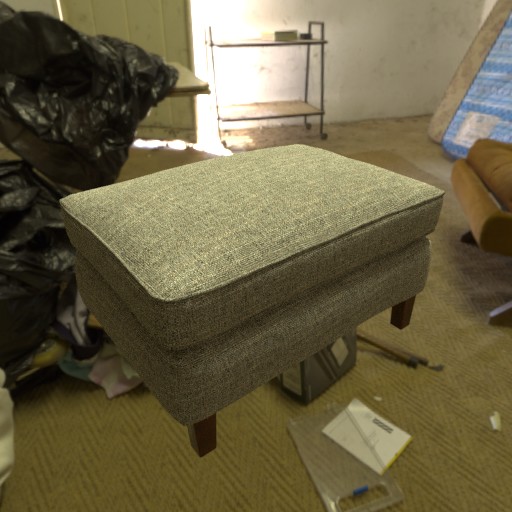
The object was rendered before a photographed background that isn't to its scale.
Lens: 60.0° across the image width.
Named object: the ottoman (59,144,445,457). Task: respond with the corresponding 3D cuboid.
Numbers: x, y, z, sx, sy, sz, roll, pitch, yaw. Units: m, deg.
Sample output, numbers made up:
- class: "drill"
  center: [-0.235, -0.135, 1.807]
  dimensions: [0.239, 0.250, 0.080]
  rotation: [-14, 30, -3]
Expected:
- class: "ottoman"
  center: [0.000, 0.000, 0.986]
  dimensions: [0.686, 0.406, 0.508]
  rotation: [-21, 36, -32]
